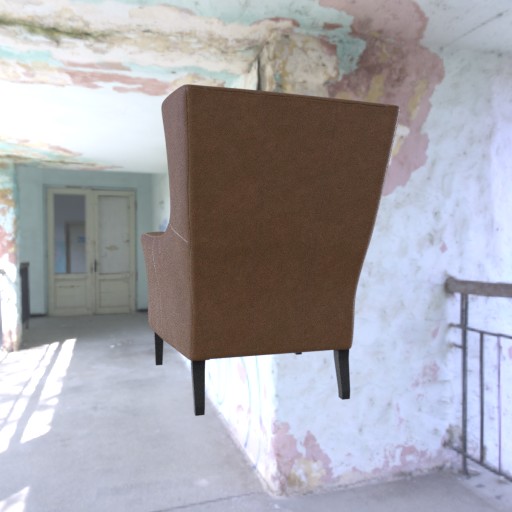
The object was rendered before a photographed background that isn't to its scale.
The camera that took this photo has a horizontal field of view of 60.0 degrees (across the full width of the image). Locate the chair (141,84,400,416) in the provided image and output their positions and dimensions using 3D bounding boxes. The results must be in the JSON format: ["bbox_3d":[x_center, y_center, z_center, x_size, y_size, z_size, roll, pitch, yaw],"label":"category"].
[{"bbox_3d":[0.000,0.000,1.732,0.852,1.016,0.925,0,2,-17],"label":"chair"}]
